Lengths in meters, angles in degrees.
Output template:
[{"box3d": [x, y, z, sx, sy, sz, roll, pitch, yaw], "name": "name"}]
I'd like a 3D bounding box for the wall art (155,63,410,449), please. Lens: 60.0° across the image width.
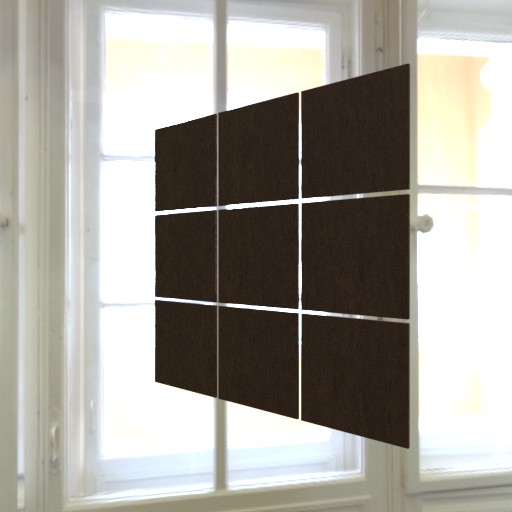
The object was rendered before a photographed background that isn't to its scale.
[{"box3d": [0.000, 0.000, 2.220, 1.527, 1.525, 0.014, 0, 0, 37], "name": "wall art"}]
